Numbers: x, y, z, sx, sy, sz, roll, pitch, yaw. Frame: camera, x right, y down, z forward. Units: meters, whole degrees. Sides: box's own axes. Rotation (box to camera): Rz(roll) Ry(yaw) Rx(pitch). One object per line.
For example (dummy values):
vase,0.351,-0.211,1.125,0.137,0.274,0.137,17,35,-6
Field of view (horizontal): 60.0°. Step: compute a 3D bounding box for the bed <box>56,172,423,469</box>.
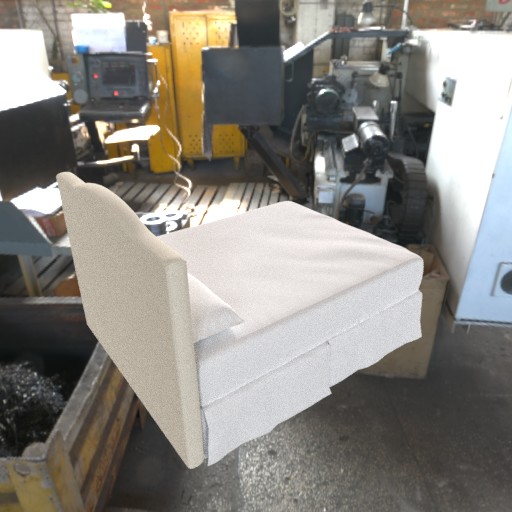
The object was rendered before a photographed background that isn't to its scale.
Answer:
bed,0.000,0.000,3.337,2.196,1.449,1.741,-19,33,-32
